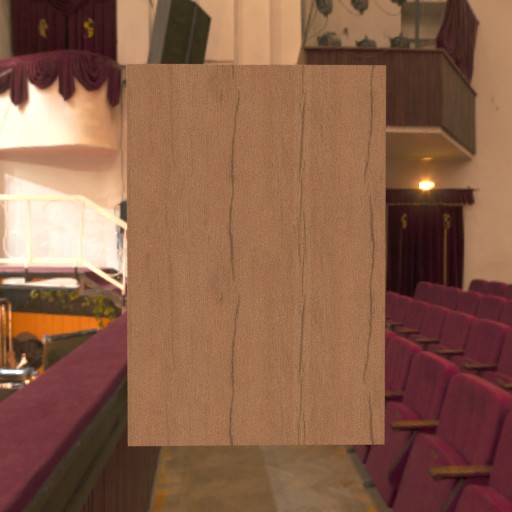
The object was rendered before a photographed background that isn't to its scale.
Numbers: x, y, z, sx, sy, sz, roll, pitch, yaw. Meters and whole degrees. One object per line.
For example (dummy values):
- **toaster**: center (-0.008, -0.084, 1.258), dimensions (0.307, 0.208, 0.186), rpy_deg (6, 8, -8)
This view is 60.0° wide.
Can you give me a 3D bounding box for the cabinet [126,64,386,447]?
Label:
- **cabinet**: center (0.000, 0.000, 2.691), dimensions (1.400, 2.070, 0.580), rpy_deg (0, 1, -1)
